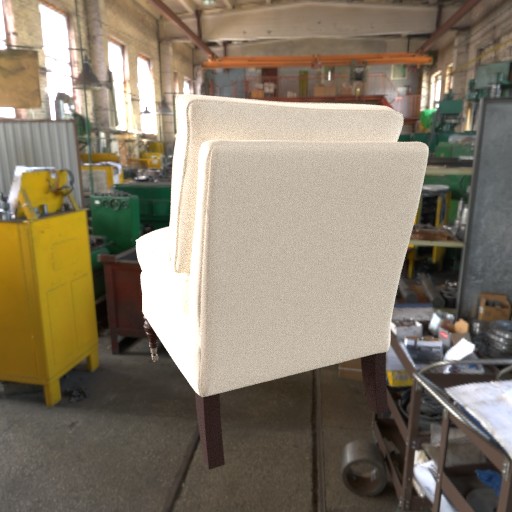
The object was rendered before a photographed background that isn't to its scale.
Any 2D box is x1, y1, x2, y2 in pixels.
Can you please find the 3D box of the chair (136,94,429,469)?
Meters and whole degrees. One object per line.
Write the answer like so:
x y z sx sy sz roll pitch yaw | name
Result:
0.000 0.000 1.384 0.630 0.887 0.781 -7 15 -25 | chair
